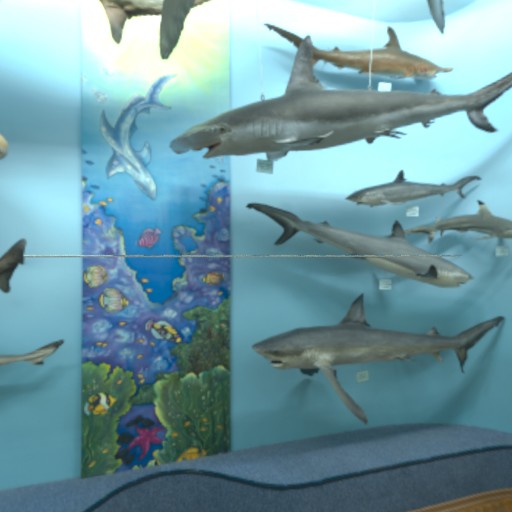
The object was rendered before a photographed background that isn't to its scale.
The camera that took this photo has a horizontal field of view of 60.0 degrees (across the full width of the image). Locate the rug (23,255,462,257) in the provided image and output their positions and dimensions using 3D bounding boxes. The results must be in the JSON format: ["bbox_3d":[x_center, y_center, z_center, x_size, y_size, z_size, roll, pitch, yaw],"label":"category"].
[{"bbox_3d":[0.000,0.000,2.726,2.446,0.011,0.768,0,0,-19],"label":"rug"}]
